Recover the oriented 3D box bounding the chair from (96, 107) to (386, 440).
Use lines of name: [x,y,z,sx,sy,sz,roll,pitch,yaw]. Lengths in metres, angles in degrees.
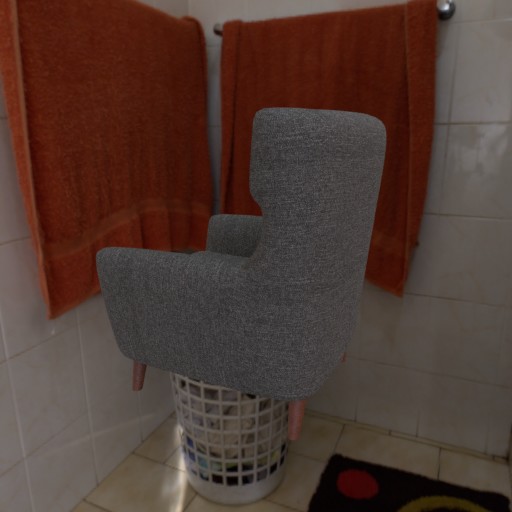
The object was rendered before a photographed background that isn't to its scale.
chair: [0.000,0.000,1.755,0.904,1.063,0.878,7,17,25]
